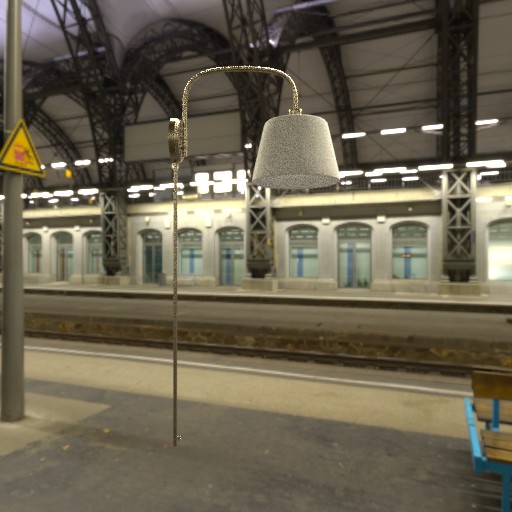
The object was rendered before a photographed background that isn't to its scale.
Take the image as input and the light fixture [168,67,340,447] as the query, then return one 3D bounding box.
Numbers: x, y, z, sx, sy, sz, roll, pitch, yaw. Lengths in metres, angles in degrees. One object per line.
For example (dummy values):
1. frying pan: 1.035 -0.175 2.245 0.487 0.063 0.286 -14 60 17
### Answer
1. light fixture: 0.000 0.000 0.466 0.176 0.399 0.092 0 0 0
